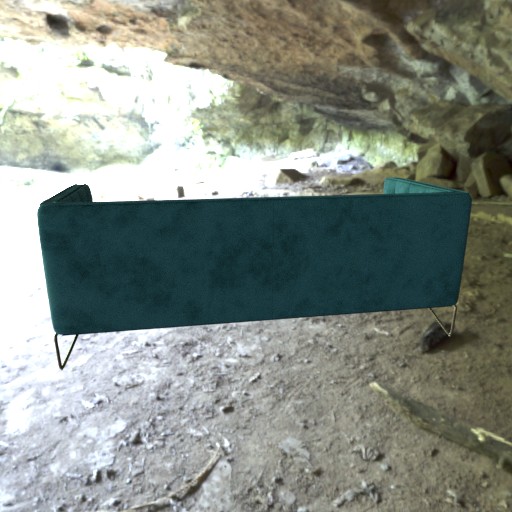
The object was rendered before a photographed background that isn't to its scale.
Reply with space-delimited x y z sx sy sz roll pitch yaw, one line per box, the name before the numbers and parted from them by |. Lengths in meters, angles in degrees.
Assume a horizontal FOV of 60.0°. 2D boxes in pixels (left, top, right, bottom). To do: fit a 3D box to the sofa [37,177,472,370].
sofa | 0.000 0.000 2.534 2.087 0.789 0.867 -3 16 -10
